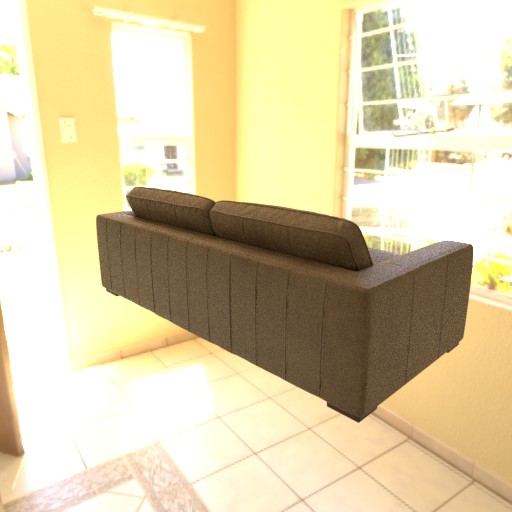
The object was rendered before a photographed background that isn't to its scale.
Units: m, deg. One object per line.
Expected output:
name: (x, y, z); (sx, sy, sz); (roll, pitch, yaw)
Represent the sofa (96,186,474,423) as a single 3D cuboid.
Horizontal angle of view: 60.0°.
sofa: (0.000, 0.000, 2.792); (1.070, 0.801, 2.262); (-14, 21, -42)
